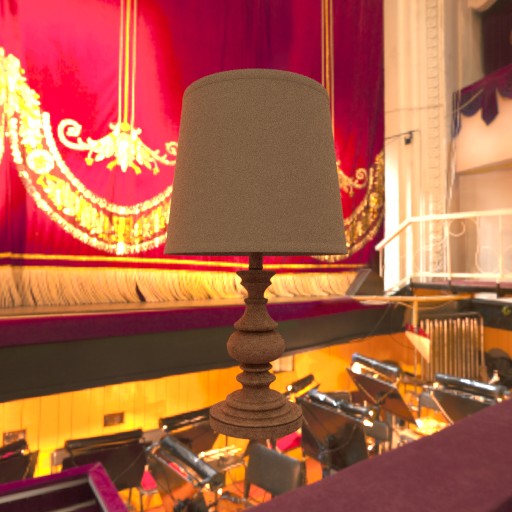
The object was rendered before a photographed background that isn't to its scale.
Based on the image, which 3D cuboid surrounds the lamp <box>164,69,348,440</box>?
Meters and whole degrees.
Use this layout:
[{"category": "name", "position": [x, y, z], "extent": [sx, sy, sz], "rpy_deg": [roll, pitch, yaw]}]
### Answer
[{"category": "lamp", "position": [0.000, 0.000, 0.669], "extent": [0.273, 0.497, 0.273], "rpy_deg": [0, -1, 0]}]
